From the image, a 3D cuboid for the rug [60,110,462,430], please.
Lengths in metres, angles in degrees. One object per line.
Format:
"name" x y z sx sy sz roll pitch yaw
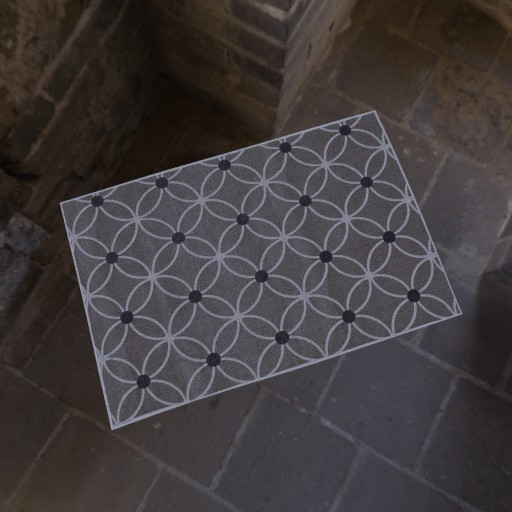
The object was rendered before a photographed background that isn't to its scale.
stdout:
"rug" 0.000 0.000 2.894 2.284 0.008 1.522 -17 77 -4
